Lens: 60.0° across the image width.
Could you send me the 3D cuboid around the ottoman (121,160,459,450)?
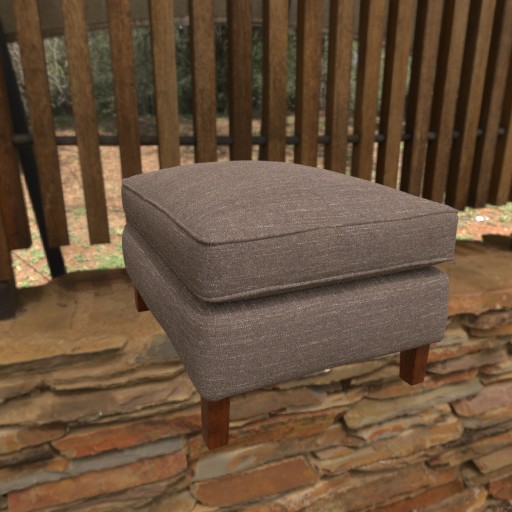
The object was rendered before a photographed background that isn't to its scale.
[{"bbox_3d":[0.000,0.000,0.986,0.508,0.406,0.686,-8,19,-24],"label":"ottoman"}]
